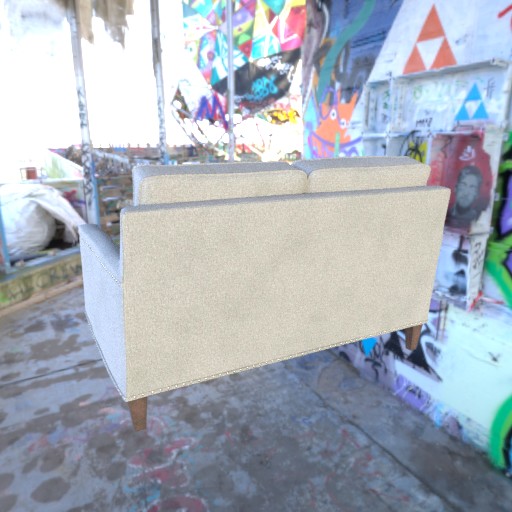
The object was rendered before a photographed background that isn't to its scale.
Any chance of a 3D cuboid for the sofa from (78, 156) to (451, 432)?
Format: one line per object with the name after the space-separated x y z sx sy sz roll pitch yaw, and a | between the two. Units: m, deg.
0.000 0.000 2.259 1.597 1.003 1.084 -8 17 -27 | sofa
